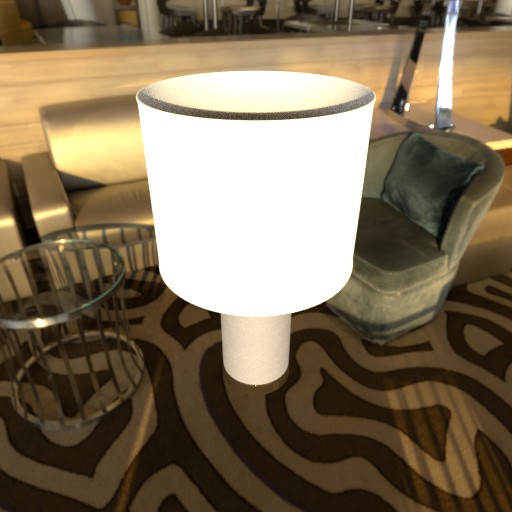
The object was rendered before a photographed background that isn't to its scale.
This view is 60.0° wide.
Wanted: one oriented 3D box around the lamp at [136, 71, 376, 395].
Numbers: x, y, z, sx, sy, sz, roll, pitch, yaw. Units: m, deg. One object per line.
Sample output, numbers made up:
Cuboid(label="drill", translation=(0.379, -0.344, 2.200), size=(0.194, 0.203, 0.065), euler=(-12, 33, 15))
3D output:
Cuboid(label="lamp", translation=(0.000, 0.000, 0.533), size=(0.229, 0.380, 0.229), euler=(0, 31, 0))
